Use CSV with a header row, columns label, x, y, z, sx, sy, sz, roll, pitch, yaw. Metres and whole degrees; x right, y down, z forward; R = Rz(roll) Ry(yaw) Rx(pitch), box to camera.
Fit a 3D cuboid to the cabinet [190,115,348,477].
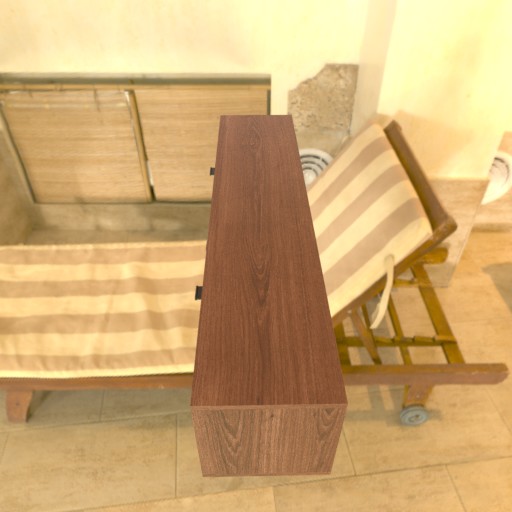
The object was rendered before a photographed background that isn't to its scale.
label,x,y,z,sx,sy,sz,roll,pitch,yaw
cabinet,0.000,0.000,1.820,0.400,0.500,1.650,-1,41,-1
